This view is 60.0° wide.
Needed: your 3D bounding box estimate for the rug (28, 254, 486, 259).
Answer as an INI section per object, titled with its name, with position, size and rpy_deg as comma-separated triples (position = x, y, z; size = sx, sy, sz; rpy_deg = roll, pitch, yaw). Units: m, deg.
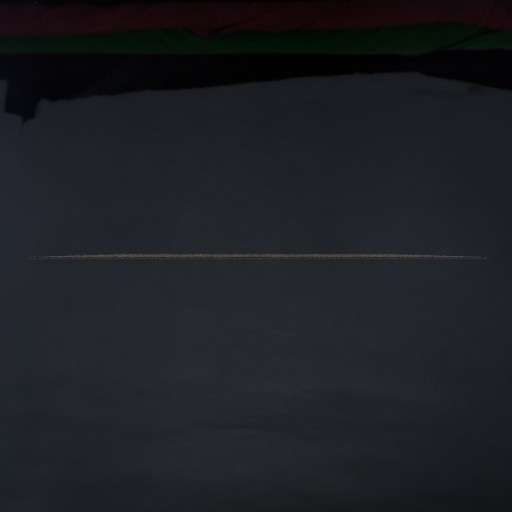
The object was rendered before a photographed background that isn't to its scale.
[rug]
position = 0.000, 0.000, 2.947
size = 2.284, 0.008, 1.522
rpy_deg = 0, 1, 0
